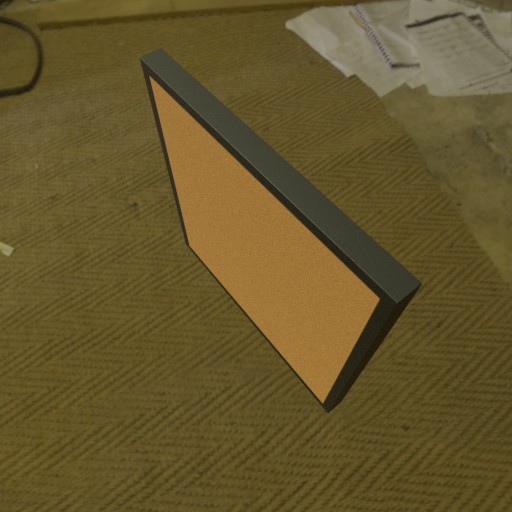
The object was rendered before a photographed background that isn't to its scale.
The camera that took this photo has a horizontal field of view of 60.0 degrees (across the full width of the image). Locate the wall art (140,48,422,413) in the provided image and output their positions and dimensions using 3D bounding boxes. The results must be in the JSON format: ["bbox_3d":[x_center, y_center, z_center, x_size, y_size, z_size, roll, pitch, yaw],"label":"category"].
[{"bbox_3d":[0.000,0.000,0.769,0.037,0.506,0.506,-34,64,-19],"label":"wall art"}]
